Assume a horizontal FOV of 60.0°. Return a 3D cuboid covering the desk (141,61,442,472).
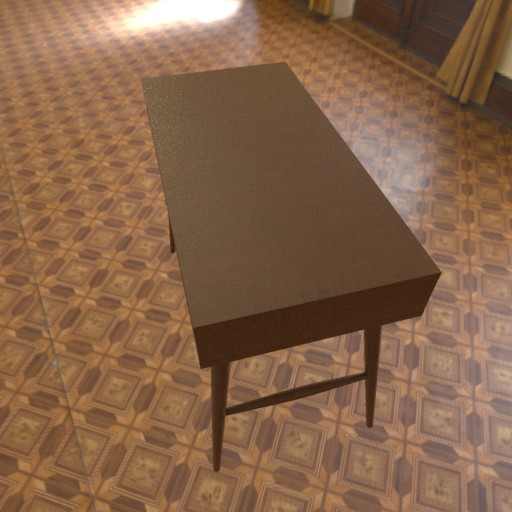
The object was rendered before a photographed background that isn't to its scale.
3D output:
[{"bbox_3d":[0.000,0.000,1.375,0.510,0.758,0.949,-11,48,-10],"label":"desk"}]
